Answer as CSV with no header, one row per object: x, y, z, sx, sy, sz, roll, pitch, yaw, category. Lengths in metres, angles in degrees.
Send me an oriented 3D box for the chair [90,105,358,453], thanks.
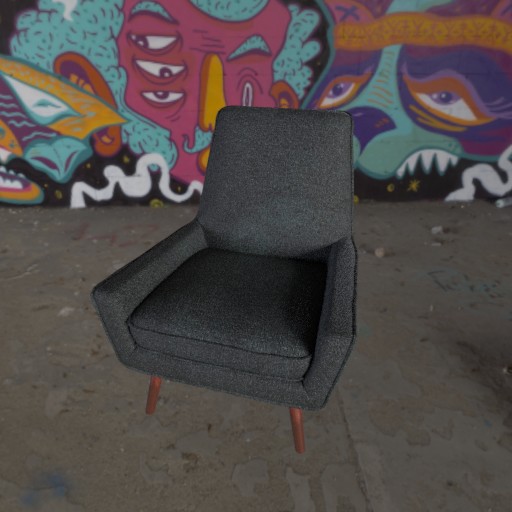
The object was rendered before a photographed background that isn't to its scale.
0.000,0.000,1.535,0.763,0.883,0.859,8,28,15,chair
